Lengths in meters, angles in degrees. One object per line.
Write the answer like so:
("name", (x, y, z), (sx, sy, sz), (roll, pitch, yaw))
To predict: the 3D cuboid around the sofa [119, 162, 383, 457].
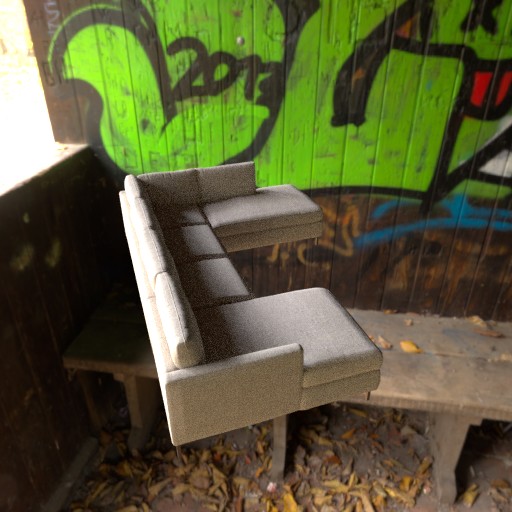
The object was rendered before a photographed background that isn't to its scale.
("sofa", (0.000, 0.000, 3.565), (1.879, 0.756, 2.737), (-10, 31, -17))
